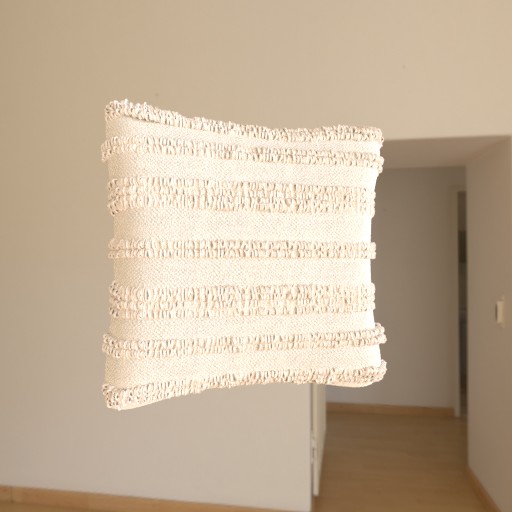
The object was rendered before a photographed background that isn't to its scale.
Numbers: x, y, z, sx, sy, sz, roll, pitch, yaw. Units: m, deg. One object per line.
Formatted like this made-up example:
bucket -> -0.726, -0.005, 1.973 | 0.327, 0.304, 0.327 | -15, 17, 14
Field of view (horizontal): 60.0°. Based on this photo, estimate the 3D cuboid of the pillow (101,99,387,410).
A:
pillow -> 0.000, 0.000, 0.659 | 0.437, 0.427, 0.145 | 0, -1, -16
